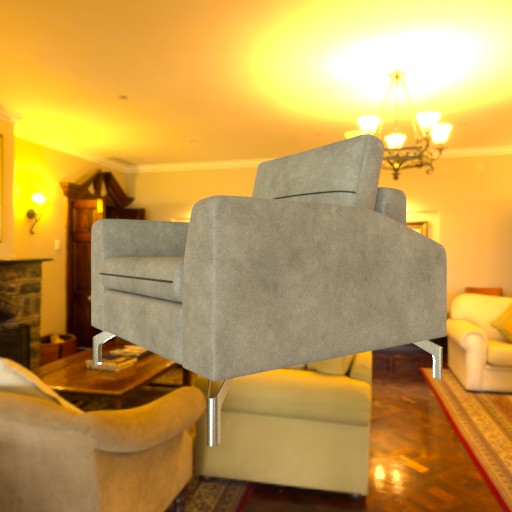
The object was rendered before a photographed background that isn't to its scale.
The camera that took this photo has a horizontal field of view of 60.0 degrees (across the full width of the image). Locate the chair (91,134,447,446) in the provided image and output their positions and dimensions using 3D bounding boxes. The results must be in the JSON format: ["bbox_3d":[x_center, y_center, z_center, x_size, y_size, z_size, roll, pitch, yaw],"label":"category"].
[{"bbox_3d":[0.000,0.000,1.532,0.900,0.800,0.900,0,0,-36],"label":"chair"}]
